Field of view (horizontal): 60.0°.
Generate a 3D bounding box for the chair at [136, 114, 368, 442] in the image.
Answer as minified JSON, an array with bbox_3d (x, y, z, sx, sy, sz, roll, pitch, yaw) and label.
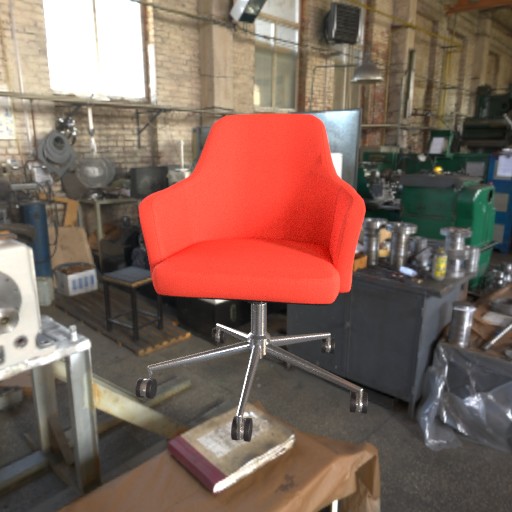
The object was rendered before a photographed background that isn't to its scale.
[{"bbox_3d":[0.000,0.000,1.279,0.655,0.820,0.600,2,14,9],"label":"chair"}]
